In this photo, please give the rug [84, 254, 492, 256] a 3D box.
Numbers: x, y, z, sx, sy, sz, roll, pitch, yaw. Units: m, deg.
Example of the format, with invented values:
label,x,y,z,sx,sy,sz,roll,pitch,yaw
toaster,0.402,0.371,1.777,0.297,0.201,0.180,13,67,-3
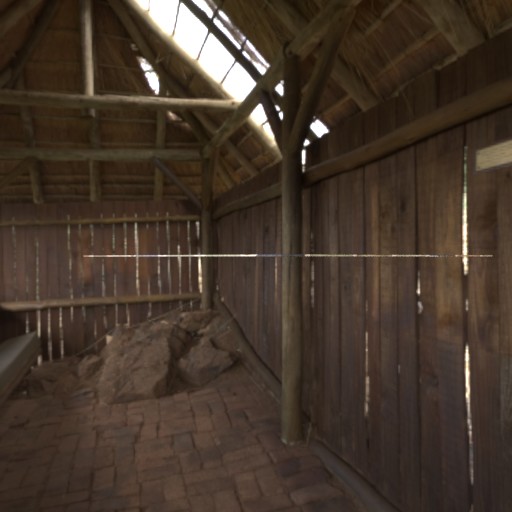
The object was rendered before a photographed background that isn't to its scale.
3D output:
label,x,y,z,sx,sy,sz,roll,pitch,yaw
rug,0.000,0.000,2.881,1.521,0.006,2.284,0,0,-37
